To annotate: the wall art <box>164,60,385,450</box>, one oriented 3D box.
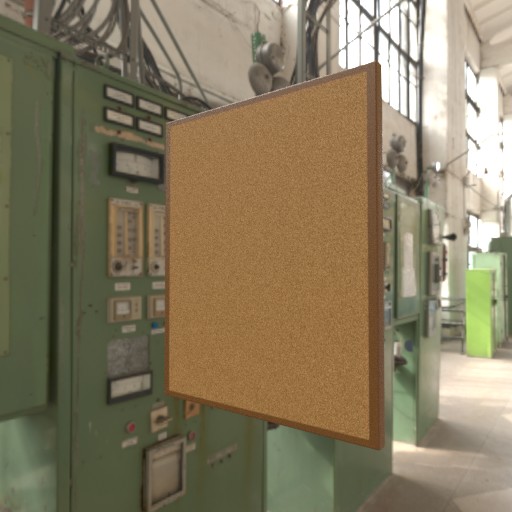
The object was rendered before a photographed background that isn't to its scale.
[{"bbox_3d":[0.000,0.000,0.767,0.449,0.550,0.021,-1,-2,38],"label":"wall art"}]
